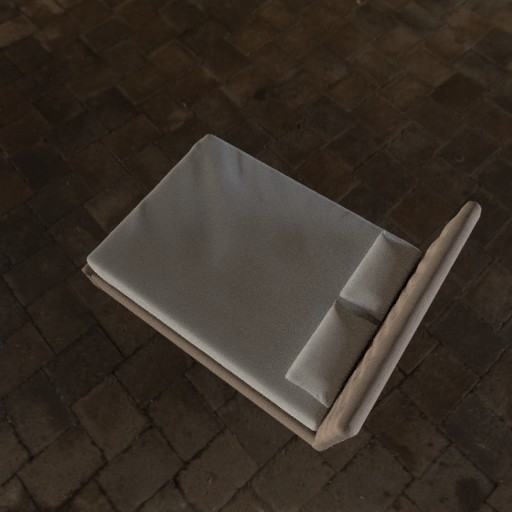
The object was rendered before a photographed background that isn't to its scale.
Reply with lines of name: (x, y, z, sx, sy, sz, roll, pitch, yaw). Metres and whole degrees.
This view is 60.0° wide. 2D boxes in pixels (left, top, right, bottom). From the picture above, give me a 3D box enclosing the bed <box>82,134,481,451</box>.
bed: (0.000, 0.000, 3.434, 2.387, 1.427, 1.698, 32, 68, 15)
